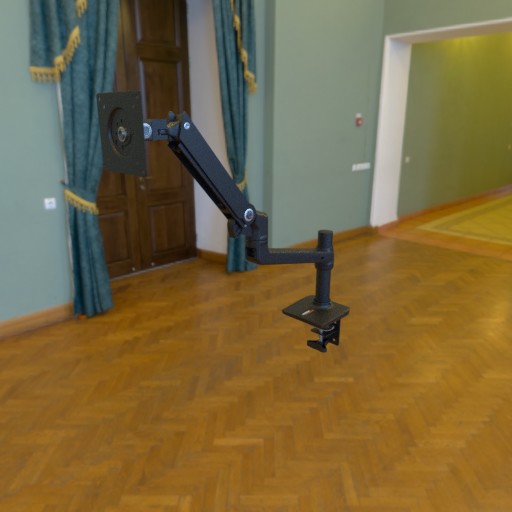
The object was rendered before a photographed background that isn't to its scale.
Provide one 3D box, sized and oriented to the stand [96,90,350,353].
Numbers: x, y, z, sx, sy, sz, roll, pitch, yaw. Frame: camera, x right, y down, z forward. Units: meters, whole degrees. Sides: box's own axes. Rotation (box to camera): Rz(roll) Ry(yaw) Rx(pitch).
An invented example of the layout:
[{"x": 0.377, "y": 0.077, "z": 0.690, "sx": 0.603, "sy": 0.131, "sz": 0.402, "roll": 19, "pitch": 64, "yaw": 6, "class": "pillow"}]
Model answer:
[{"x": 0.000, "y": 0.000, "z": 1.058, "sx": 0.152, "sy": 0.713, "sz": 0.650, "roll": 17, "pitch": 24, "yaw": 42, "class": "stand"}]
